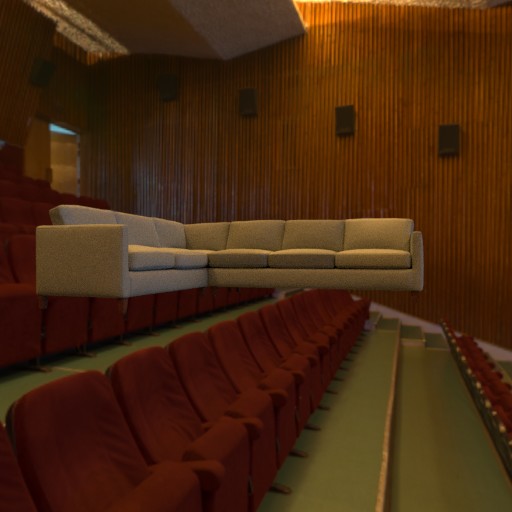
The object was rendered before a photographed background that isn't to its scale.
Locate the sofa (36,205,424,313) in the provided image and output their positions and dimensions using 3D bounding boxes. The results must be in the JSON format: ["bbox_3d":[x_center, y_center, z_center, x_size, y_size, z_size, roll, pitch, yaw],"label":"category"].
[{"bbox_3d":[0.000,0.000,4.591,3.301,0.947,2.592,0,0,18],"label":"sofa"}]
